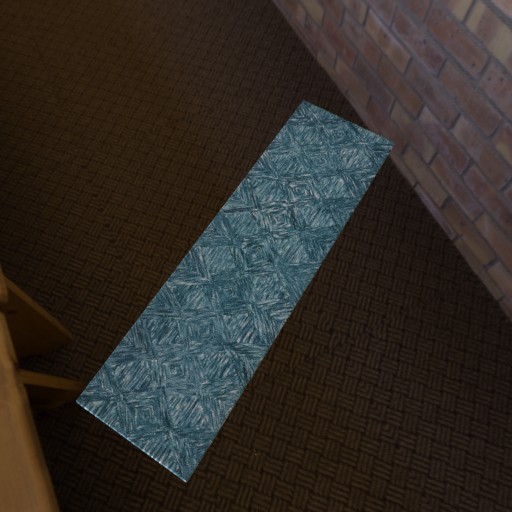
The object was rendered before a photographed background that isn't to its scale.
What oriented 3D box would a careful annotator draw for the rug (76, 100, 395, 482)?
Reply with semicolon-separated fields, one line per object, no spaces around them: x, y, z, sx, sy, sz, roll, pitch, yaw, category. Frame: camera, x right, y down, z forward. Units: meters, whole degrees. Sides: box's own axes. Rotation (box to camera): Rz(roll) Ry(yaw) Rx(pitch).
0.000;0.000;2.518;0.676;0.016;2.286;30;69;13;rug
